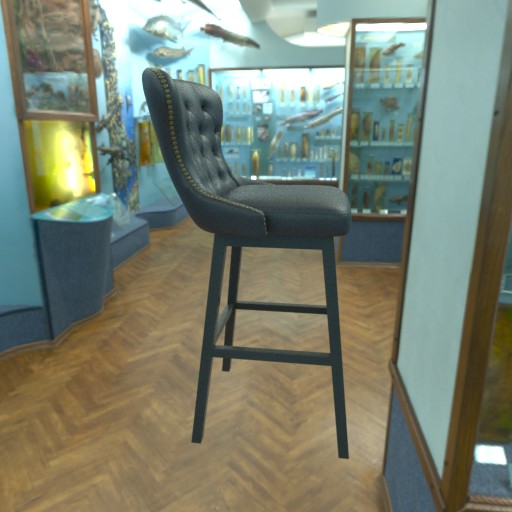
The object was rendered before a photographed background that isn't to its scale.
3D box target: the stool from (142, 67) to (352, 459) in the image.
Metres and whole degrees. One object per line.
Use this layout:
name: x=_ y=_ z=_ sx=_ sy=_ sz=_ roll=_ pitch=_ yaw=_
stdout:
stool: x=0.000 y=0.000 z=1.366 sx=0.601 sy=1.050 sz=0.528 roll=2 pitch=16 yaw=8
